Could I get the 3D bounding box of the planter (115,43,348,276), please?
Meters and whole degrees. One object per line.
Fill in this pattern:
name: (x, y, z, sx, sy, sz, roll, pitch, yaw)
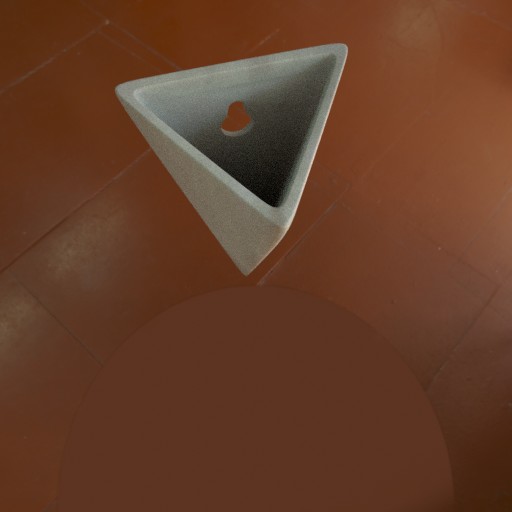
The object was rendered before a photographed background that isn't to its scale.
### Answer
planter: (0.000, 0.000, 0.272, 0.101, 0.224, 0.081, -13, 65, -6)
